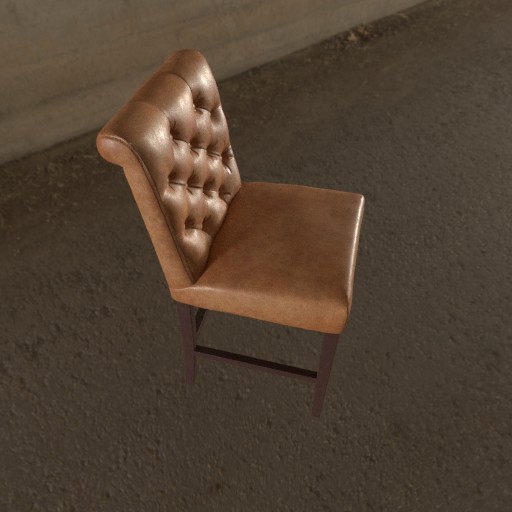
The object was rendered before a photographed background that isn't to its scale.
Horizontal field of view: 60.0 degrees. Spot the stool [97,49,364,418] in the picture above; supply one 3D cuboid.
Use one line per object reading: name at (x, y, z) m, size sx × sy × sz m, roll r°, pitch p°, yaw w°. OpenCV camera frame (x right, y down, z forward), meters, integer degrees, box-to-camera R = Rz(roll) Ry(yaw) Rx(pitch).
stool at (0.000, 0.000, 1.377) m, size 0.601 × 1.047 × 0.493 m, roll 10°, pitch 47°, yaw 10°
